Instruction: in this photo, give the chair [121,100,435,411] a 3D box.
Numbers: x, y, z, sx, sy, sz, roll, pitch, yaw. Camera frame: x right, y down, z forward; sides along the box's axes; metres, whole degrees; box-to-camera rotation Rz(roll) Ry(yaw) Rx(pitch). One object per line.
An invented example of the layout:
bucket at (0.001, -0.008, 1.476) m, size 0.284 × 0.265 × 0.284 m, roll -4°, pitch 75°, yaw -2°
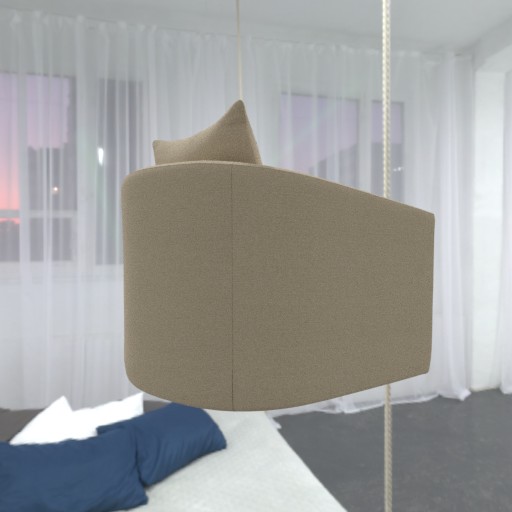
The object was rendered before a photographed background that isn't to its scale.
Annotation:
chair at (0.000, 0.000, 1.567) m, size 0.910 × 0.848 × 0.845 m, roll 0°, pitch 1°, yaw -36°
